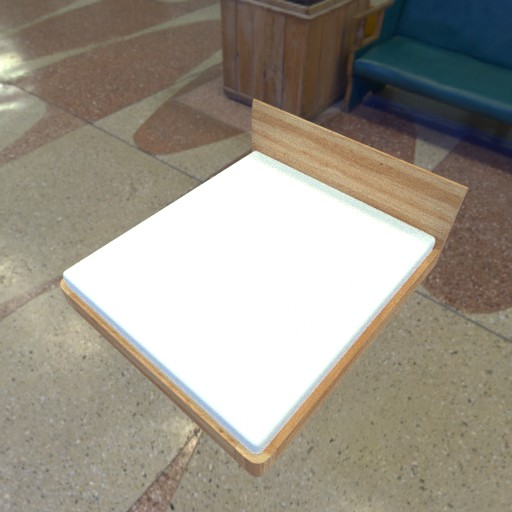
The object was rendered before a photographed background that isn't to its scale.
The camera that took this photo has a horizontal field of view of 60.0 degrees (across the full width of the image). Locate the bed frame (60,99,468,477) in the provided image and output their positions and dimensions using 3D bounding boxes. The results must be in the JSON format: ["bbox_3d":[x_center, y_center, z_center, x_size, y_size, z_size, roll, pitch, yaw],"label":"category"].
[{"bbox_3d":[0.000,0.000,3.125,1.872,0.940,2.092,32,54,27],"label":"bed frame"}]
